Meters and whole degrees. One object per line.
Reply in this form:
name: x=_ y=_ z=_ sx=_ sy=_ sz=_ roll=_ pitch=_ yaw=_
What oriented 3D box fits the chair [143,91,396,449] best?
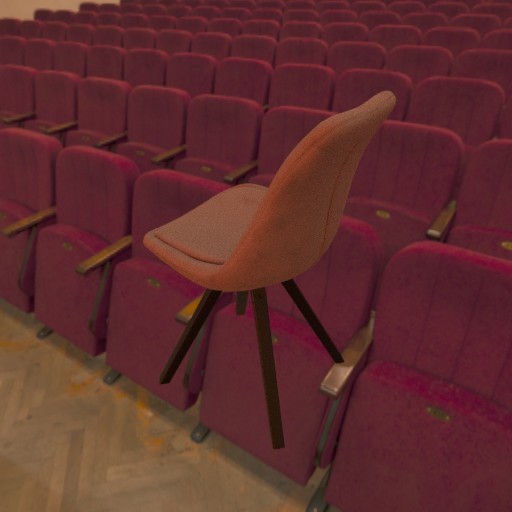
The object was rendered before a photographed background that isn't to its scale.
chair: x=0.000 y=0.000 z=1.189 sx=0.547 sy=0.865 sz=0.483 roll=20 pitch=37 yaw=29
